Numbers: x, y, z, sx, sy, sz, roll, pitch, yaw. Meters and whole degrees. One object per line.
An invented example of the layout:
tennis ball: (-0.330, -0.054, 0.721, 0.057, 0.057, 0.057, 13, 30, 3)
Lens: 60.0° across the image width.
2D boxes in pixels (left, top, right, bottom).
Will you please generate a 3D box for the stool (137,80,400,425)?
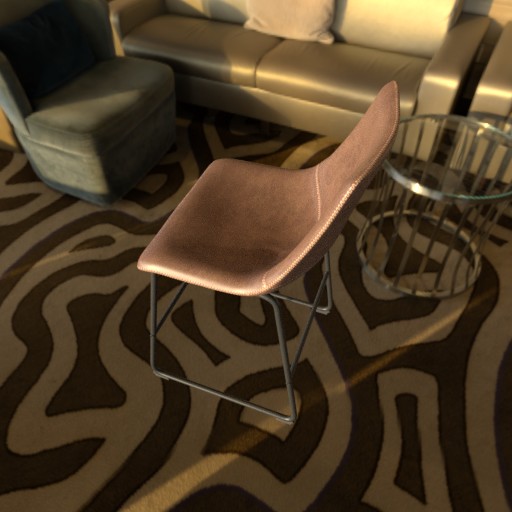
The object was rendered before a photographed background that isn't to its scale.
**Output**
stool: (0.000, 0.000, 1.183, 0.550, 0.890, 0.460, 15, 49, 14)
